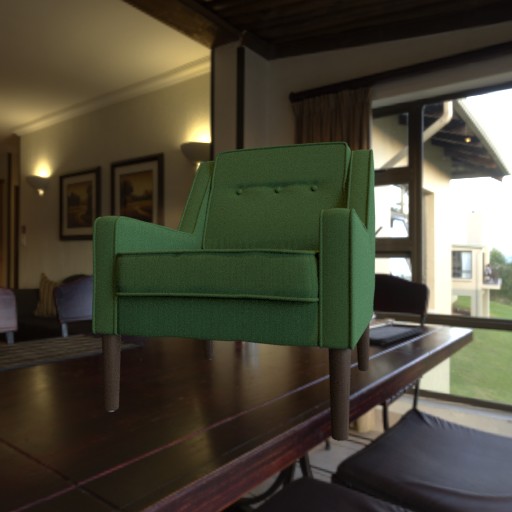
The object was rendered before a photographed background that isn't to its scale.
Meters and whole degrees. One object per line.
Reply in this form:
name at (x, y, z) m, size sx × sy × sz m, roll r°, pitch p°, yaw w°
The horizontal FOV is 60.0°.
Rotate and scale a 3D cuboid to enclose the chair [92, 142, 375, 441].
chair at (0.000, 0.000, 1.341) m, size 0.663 × 0.792 × 0.743 m, roll 0°, pitch 0°, yaw 18°
